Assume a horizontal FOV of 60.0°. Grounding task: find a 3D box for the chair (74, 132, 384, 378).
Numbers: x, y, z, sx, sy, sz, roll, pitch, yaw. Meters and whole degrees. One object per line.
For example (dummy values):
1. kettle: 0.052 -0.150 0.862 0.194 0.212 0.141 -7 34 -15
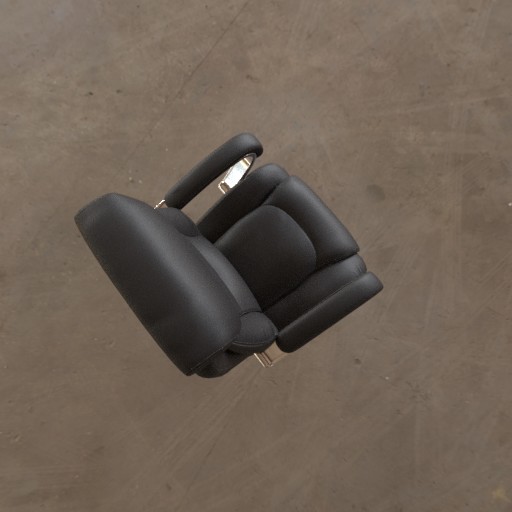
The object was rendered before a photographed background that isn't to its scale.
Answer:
1. chair: 0.000 0.000 1.632 0.790 1.183 0.755 -37 78 -9
